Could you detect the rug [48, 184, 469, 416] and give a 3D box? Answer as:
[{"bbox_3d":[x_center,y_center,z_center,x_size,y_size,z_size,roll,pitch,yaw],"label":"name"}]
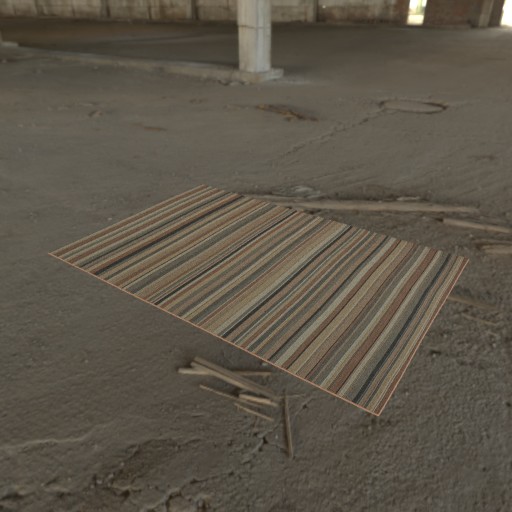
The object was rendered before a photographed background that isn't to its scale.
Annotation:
[{"bbox_3d":[0.000,0.000,2.310,1.829,0.008,1.219,20,36,30],"label":"rug"}]
